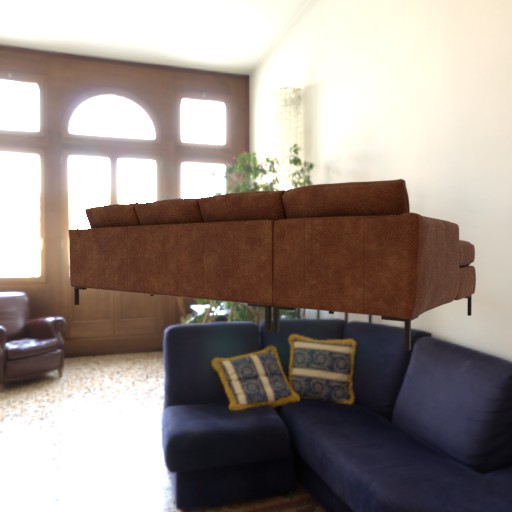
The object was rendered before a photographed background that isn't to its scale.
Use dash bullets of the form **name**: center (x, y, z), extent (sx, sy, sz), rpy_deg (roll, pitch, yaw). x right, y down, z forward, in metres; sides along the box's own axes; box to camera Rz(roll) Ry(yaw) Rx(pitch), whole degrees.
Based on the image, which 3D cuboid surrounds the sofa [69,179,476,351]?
- **sofa**: center (0.000, 0.000, 3.554), extent (2.993, 0.859, 1.471), rpy_deg (1, 1, 36)
